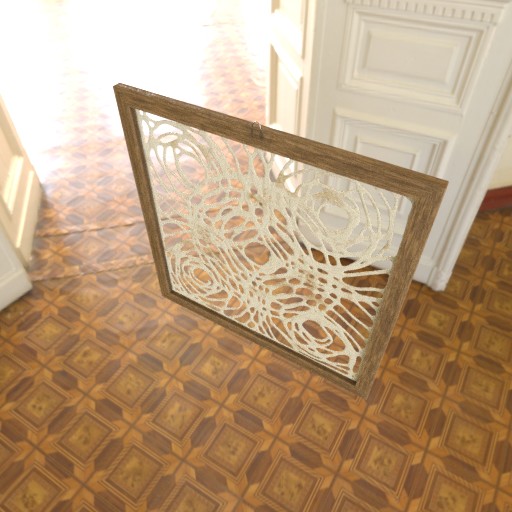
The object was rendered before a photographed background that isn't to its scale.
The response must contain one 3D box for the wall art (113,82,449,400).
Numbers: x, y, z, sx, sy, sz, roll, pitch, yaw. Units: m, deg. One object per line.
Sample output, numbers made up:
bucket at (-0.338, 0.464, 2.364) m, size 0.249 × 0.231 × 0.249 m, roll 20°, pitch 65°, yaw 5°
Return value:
wall art at (0.000, 0.000, 0.852) m, size 0.561 × 0.576 × 0.021 m, roll 23°, pitch 50°, yaw 21°
